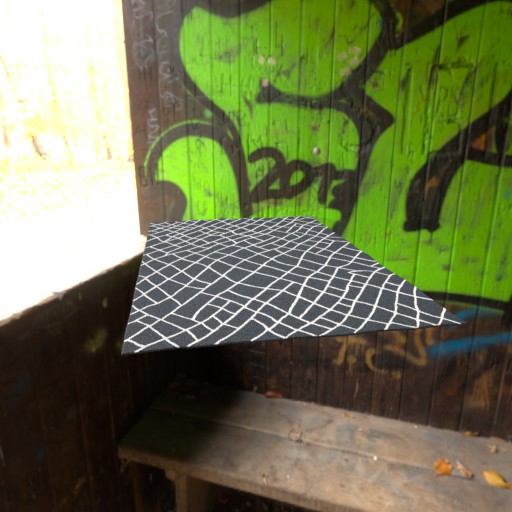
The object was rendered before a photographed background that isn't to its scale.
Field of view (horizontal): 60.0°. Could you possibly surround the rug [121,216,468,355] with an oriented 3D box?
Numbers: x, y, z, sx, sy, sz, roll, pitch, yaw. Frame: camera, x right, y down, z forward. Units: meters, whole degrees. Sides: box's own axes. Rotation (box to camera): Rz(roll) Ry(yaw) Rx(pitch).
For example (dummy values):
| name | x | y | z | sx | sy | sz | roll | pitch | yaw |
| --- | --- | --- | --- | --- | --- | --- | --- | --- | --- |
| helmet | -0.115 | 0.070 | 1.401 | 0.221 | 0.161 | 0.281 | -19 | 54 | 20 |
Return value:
| name | x | y | z | sx | sy | sz | roll | pitch | yaw |
| --- | --- | --- | --- | --- | --- | --- | --- | --- | --- |
| rug | 0.000 | 0.000 | 3.038 | 1.529 | 0.017 | 2.448 | -3 | 17 | -10 |
